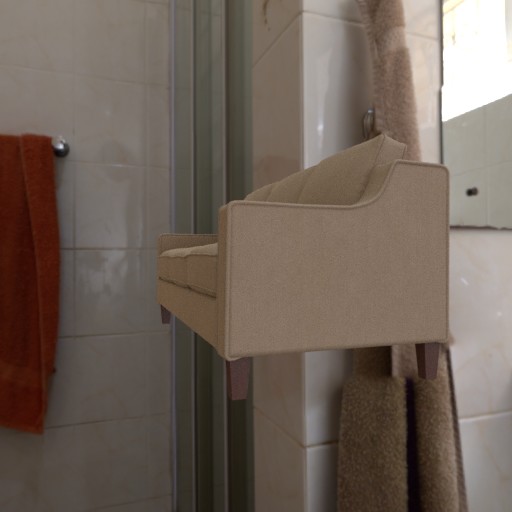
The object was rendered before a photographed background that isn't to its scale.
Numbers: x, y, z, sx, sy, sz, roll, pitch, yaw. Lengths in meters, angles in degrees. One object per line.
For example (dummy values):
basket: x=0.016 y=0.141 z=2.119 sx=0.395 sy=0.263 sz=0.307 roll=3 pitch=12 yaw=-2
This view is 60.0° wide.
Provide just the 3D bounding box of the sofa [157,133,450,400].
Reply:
sofa: x=0.000 y=0.000 z=2.499 sx=0.911 sy=0.974 sz=1.986 roll=0 pitch=-1 yaw=-19
